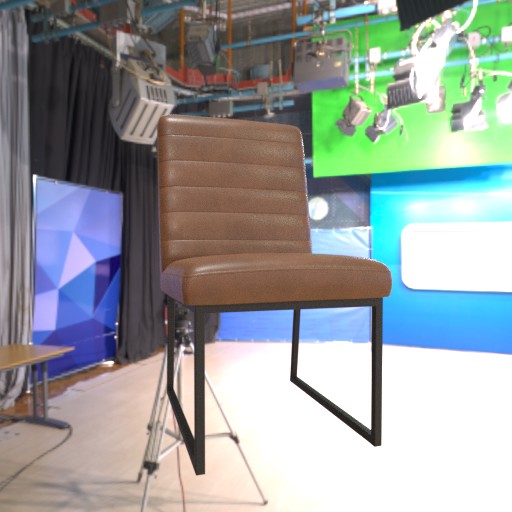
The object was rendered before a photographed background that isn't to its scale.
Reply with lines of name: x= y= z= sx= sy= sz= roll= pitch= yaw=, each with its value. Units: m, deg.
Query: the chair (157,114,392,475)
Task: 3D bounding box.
chair: x=0.000 y=0.000 z=1.297 sx=0.520 sy=0.930 sz=0.634 roll=0 pitch=2 yaw=-18
